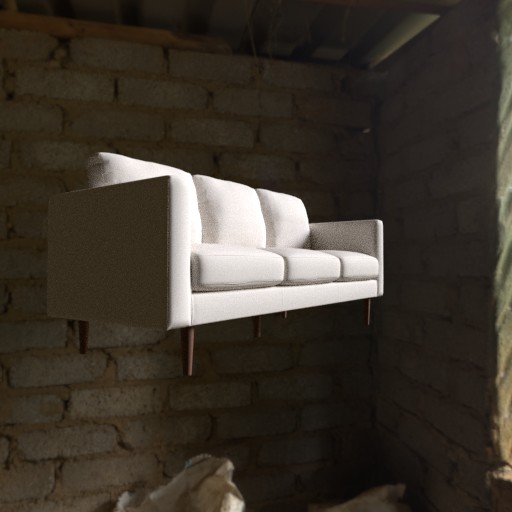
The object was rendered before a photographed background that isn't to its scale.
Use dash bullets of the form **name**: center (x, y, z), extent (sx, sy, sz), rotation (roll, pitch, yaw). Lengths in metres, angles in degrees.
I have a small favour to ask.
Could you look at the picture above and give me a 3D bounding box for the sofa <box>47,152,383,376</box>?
- **sofa**: center (0.000, 0.000, 2.517), extent (0.802, 0.912, 2.029), rotation (-1, -1, 36)
